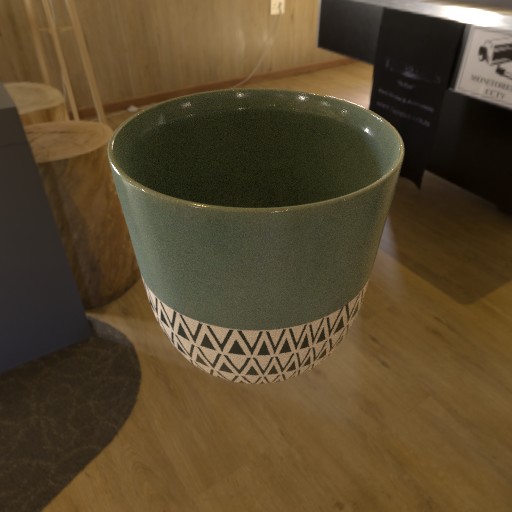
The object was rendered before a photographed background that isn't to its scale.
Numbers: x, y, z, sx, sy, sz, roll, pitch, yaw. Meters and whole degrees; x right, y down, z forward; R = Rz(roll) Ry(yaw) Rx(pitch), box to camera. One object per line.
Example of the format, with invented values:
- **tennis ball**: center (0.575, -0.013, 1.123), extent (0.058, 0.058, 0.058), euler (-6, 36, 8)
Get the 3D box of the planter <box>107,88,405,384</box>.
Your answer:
- **planter**: center (0.000, 0.000, 0.371), extent (0.198, 0.214, 0.198), euler (0, 38, 0)
